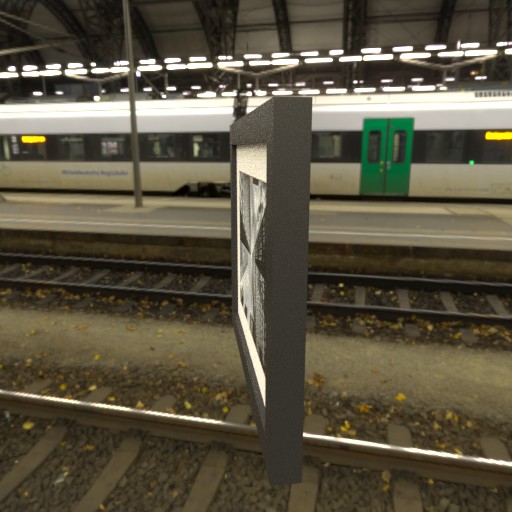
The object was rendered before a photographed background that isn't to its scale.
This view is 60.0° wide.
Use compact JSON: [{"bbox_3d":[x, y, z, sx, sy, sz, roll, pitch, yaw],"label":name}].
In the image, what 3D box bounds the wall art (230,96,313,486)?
[{"bbox_3d":[0.000,0.000,0.533,0.028,0.321,0.381,-2,14,-8],"label":"wall art"}]
